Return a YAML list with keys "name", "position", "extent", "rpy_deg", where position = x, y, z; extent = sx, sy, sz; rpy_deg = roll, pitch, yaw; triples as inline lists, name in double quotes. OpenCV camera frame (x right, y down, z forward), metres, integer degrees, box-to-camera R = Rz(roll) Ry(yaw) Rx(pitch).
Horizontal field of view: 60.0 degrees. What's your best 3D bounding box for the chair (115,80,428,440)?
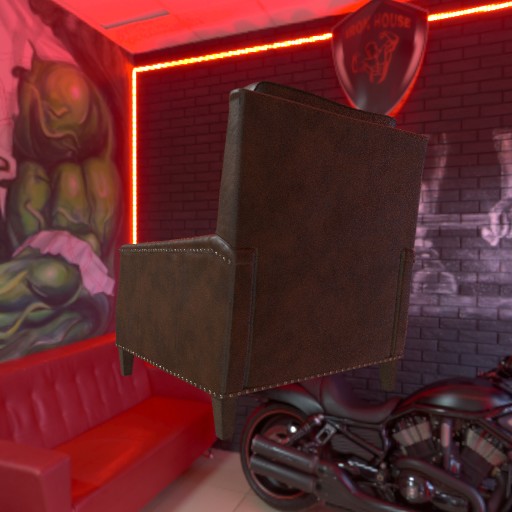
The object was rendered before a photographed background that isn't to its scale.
- name: "chair"
  position: [0.000, 0.000, 1.819]
  extent: [0.854, 1.054, 1.035]
  rpy_deg: [0, 1, -36]
